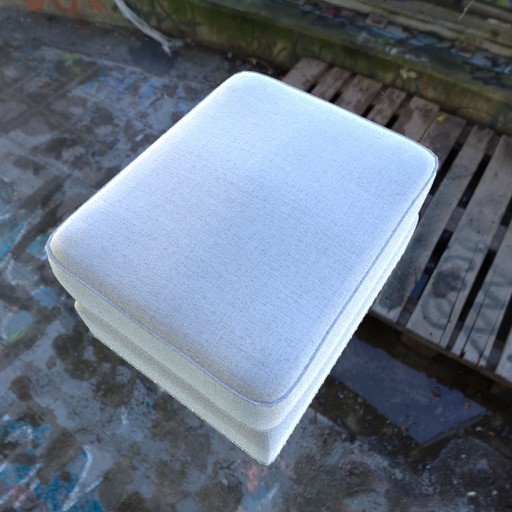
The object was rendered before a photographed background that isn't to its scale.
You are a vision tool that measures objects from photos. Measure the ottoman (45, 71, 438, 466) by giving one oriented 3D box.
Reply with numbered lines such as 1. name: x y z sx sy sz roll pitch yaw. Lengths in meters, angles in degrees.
1. ottoman: 0.000 0.000 1.107 0.589 0.537 0.738 31 63 18
